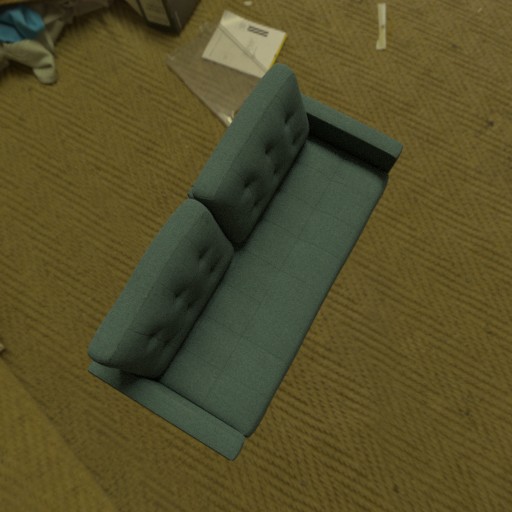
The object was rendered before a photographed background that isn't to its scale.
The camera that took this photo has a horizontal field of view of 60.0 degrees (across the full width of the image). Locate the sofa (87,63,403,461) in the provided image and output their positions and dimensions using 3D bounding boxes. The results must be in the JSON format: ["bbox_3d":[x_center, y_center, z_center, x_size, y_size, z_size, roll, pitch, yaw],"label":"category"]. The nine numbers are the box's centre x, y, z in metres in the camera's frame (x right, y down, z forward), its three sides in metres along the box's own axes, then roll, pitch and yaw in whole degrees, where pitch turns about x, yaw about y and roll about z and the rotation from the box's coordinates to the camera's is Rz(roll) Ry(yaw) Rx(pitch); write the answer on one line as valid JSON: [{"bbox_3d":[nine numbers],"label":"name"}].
[{"bbox_3d":[0.000,0.000,2.591,0.966,1.050,2.010,29,77,7],"label":"sofa"}]
